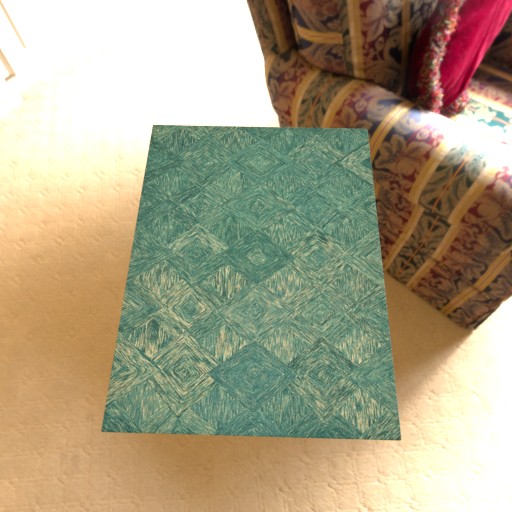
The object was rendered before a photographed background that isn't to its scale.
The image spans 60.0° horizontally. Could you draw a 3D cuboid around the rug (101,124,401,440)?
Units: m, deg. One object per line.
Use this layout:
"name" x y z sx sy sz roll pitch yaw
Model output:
"rug" 0.000 0.000 4.257 2.405 0.027 3.217 1 64 1
